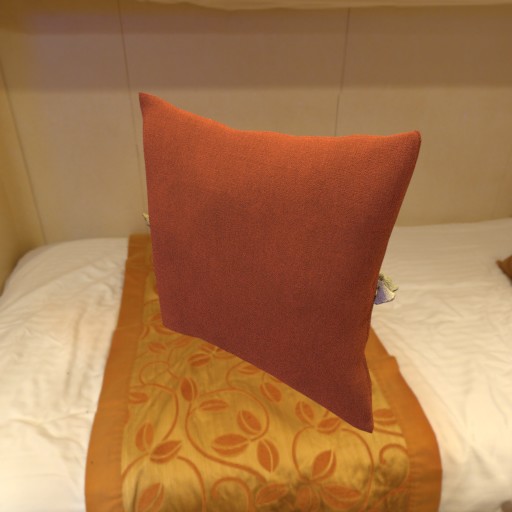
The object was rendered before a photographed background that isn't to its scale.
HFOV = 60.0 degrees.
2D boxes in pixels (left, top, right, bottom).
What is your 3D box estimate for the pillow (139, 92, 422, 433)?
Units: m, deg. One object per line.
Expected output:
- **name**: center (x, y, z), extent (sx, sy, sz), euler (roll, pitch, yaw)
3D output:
- **pillow**: center (0.000, 0.000, 0.737), extent (0.490, 0.482, 0.165), euler (20, 34, 31)
